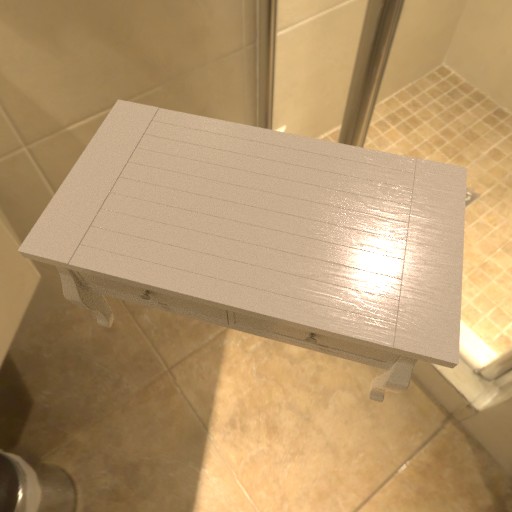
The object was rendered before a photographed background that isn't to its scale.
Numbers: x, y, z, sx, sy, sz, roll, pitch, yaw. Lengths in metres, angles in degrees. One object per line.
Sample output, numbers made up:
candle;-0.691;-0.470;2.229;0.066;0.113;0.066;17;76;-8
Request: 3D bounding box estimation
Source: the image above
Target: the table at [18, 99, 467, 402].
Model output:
table;0.000;0.000;1.379;1.062;0.495;0.600;13;59;8
